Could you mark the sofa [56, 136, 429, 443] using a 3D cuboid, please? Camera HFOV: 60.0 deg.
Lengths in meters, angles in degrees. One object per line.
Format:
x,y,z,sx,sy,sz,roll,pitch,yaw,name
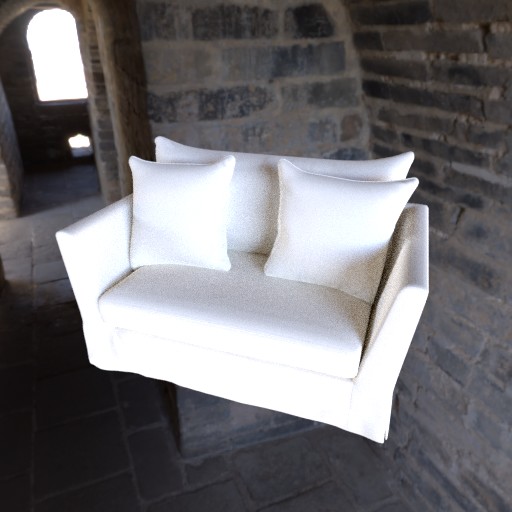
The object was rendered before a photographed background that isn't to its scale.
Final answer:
0.000,0.000,2.277,1.608,1.039,1.026,9,27,17,sofa
